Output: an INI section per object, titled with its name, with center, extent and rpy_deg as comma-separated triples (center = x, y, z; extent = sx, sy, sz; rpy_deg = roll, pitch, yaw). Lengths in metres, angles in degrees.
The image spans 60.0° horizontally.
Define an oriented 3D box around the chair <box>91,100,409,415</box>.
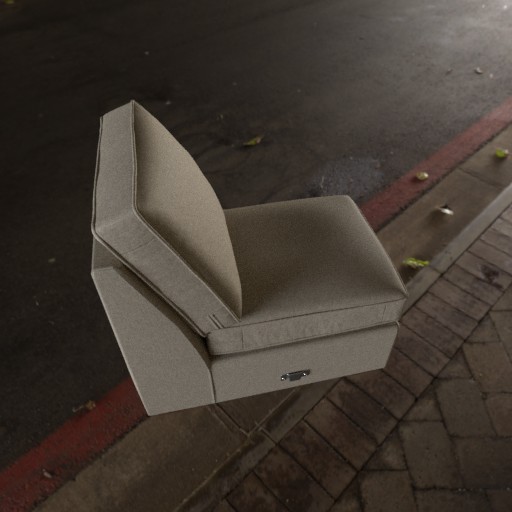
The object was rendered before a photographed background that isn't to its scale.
[chair]
center = 0.000, 0.000, 1.696
extent = 1.020, 1.058, 0.674
rpy_deg = -9, 45, -9
